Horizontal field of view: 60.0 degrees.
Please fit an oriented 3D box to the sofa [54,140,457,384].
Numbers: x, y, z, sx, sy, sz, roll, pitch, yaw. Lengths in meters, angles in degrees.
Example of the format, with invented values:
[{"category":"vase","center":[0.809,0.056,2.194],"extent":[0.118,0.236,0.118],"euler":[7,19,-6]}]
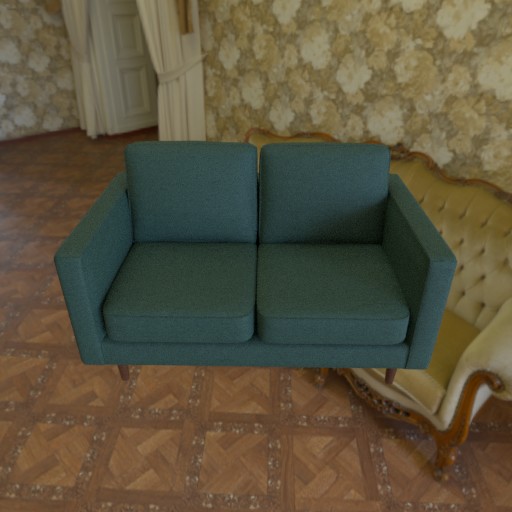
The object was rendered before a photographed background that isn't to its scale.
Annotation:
[{"category":"sofa","center":[0.000,0.000,2.015],"extent":[1.430,0.899,0.879],"euler":[1,31,1]}]
